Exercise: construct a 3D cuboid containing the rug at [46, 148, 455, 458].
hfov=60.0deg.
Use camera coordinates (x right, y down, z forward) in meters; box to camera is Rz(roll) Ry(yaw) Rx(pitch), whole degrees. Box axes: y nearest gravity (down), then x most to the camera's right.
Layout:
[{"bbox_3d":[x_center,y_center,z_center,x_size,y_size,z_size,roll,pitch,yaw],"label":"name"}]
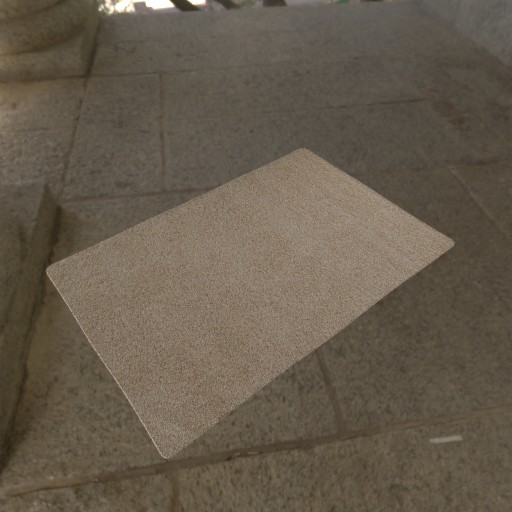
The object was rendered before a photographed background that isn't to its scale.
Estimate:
[{"bbox_3d":[0.000,0.000,3.475,2.700,0.024,1.801,-30,53,-26],"label":"rug"}]
